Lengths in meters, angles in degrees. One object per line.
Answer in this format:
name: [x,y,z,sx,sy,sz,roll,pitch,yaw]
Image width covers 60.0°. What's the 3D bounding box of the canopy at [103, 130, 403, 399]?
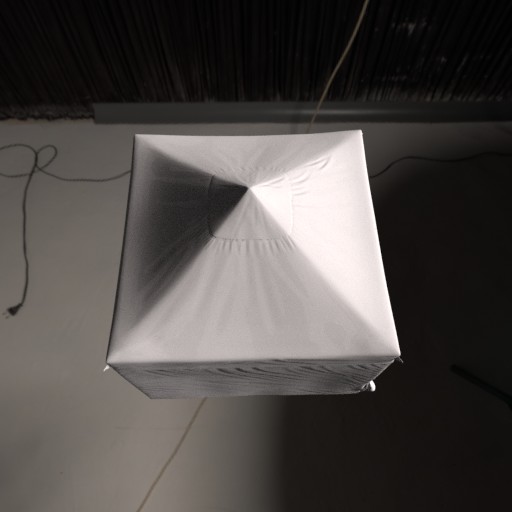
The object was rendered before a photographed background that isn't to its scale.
canopy: [0.000,0.000,5.607,3.121,2.997,3.043,-1,63,-1]
